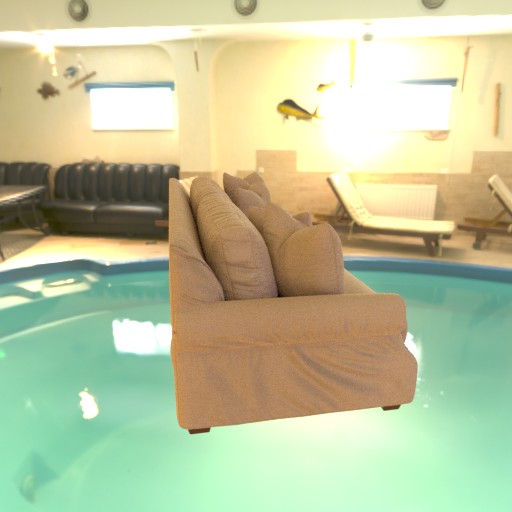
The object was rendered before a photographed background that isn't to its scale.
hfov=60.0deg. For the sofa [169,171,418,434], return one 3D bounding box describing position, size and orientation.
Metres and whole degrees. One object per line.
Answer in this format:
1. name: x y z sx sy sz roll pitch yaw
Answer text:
1. sofa: 0.000 0.000 2.778 1.067 0.904 2.285 -3 17 -10
